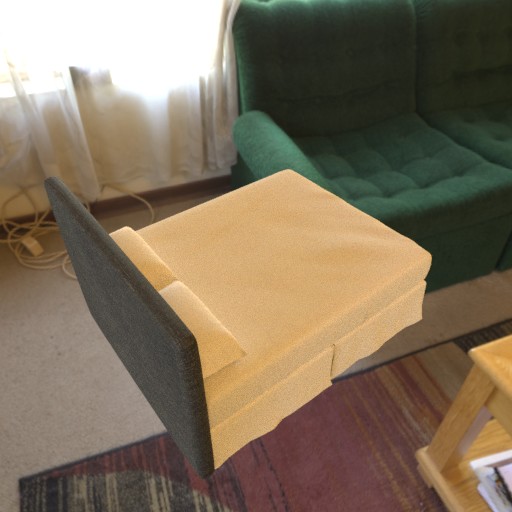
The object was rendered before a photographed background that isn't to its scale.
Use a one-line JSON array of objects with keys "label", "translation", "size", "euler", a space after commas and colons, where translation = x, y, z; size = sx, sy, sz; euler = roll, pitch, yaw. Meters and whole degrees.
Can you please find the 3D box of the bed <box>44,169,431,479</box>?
[{"label": "bed", "translation": [0.000, 0.000, 3.169], "size": [2.142, 1.330, 1.723], "euler": [-27, 48, -28]}]
